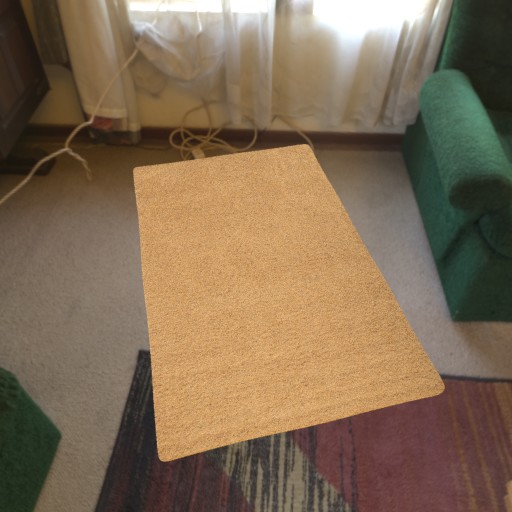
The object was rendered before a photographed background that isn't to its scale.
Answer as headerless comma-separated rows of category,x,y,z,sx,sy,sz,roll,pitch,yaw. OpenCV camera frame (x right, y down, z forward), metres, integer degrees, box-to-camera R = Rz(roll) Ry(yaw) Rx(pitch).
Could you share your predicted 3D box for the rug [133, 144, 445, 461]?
rug,0.000,0.000,2.970,1.500,0.025,2.349,-10,48,-9
